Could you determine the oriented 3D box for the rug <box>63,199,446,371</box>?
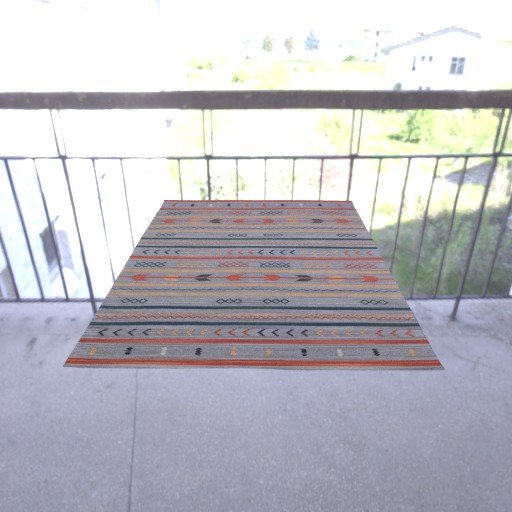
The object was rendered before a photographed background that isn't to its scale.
[{"bbox_3d":[0.000,0.000,3.962,2.263,0.022,3.029,0,26,1],"label":"rug"}]
